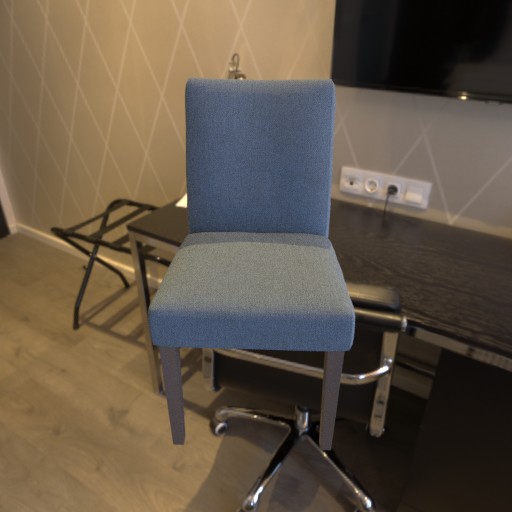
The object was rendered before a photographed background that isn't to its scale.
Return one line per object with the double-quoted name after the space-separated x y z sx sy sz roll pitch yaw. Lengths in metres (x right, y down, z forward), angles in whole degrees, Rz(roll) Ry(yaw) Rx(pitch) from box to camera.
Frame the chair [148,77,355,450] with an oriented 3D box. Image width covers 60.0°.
0.000 0.000 1.270 0.487 0.882 0.629 1 30 2 "chair"
